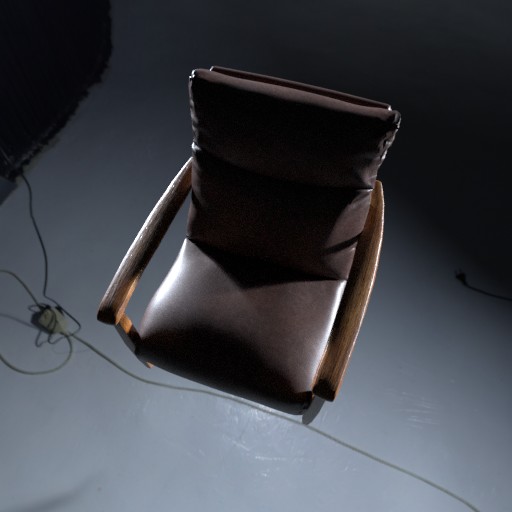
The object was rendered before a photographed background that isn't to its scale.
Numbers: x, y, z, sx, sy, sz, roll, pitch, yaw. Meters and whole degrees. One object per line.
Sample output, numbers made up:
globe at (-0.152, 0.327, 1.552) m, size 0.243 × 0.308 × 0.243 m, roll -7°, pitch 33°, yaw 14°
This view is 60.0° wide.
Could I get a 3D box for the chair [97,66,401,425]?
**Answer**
chair at (0.000, 0.000, 1.495) m, size 0.782 × 0.897 × 0.830 m, roll 17°, pitch 59°, yaw 10°
